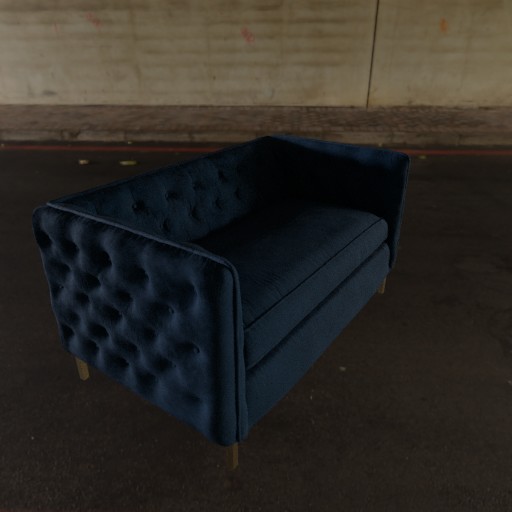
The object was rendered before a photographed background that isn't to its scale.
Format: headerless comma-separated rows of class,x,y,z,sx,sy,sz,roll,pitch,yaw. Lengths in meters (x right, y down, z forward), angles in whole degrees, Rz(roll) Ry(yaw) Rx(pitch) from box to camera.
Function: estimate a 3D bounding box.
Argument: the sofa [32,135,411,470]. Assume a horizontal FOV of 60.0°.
sofa,0.000,0.000,2.074,0.909,0.810,1.583,17,31,31
